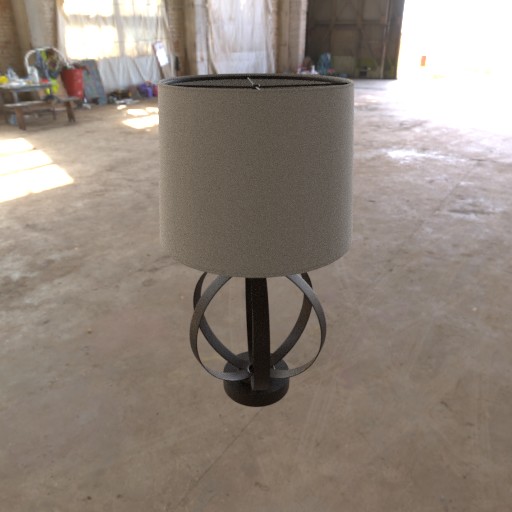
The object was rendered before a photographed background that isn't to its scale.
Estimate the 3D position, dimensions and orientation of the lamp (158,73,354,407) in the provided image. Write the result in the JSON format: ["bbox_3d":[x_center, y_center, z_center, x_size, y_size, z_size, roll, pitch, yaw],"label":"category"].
[{"bbox_3d":[0.000,0.000,0.689,0.286,0.510,0.286,0,26,0],"label":"lamp"}]
